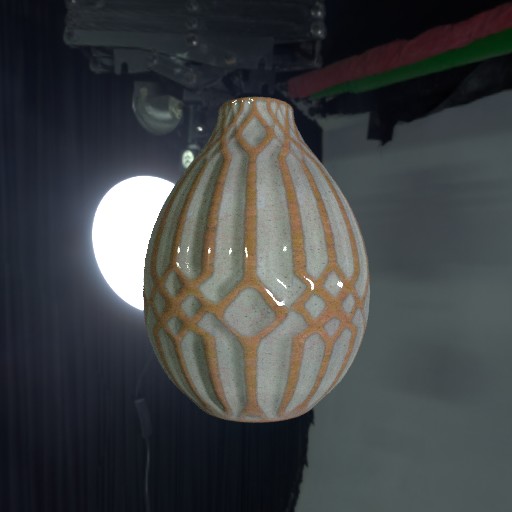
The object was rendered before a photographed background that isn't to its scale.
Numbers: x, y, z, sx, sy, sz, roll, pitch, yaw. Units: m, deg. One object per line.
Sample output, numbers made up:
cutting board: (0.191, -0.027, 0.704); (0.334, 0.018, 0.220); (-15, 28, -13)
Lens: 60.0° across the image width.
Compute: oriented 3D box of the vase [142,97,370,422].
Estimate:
vase: (0.000, 0.000, 0.264); (0.131, 0.175, 0.131); (0, -1, 0)
